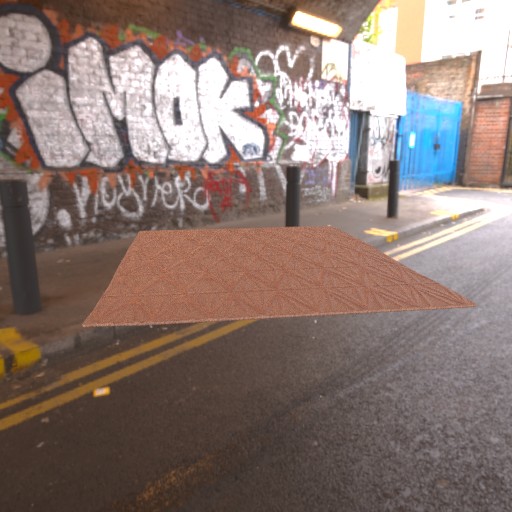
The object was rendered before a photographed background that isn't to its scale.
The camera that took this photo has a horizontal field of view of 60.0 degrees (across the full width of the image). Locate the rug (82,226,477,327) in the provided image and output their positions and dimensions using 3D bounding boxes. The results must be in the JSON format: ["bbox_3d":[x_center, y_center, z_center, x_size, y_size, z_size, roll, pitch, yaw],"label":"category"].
[{"bbox_3d":[0.000,0.000,4.138,2.453,0.043,3.052,-2,14,-8],"label":"rug"}]
